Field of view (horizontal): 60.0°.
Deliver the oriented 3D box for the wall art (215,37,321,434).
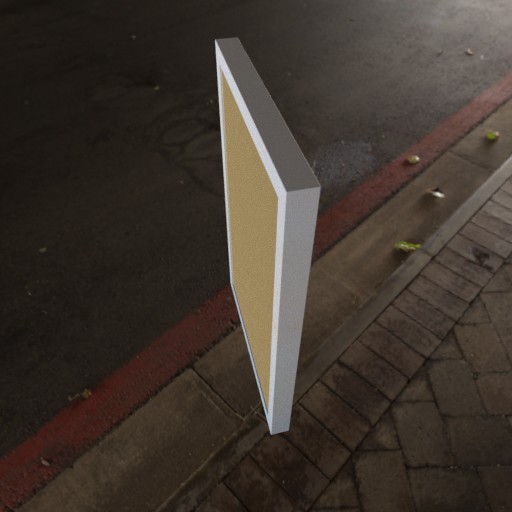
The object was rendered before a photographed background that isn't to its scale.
[{"bbox_3d":[0.000,0.000,0.805,0.038,0.611,0.408,-10,47,-9],"label":"wall art"}]
